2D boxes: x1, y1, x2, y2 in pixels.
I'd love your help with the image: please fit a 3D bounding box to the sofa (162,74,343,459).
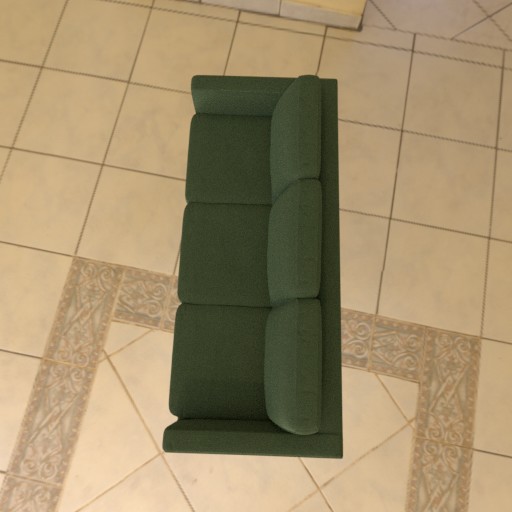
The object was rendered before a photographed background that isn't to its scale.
[{"bbox_3d":[0.000,0.000,2.521,0.879,0.899,2.029,2,76,0],"label":"sofa"}]
